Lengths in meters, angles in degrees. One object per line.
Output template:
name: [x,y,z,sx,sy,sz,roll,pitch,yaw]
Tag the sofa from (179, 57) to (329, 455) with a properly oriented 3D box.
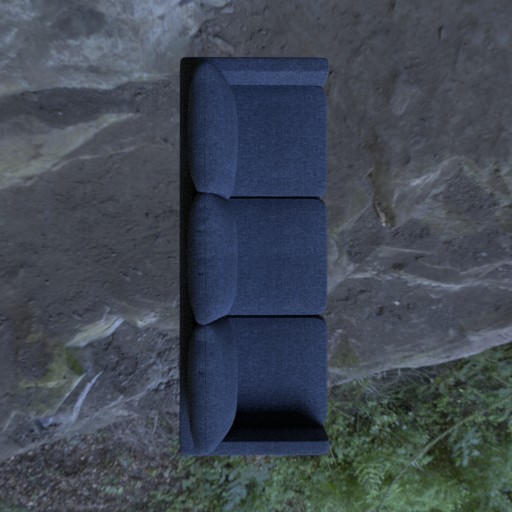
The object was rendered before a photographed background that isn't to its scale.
sofa: [0.000,0.000,2.679,0.859,0.874,2.218,0,90,-1]
